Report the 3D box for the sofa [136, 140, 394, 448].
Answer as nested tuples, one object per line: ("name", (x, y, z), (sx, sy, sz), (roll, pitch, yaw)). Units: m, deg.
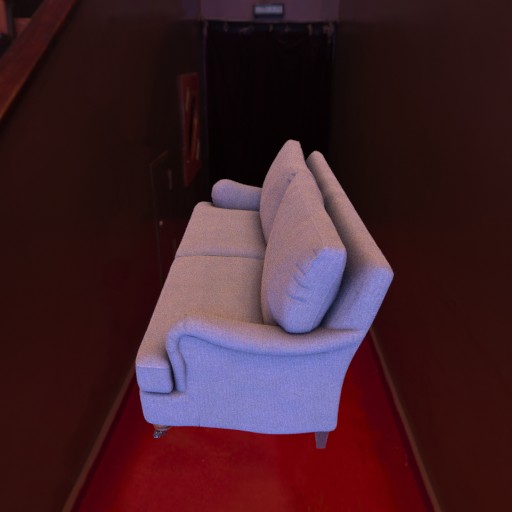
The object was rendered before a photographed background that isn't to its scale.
("sofa", (0.000, 0.000, 2.828), (1.069, 1.096, 2.193), (0, 25, 0))
